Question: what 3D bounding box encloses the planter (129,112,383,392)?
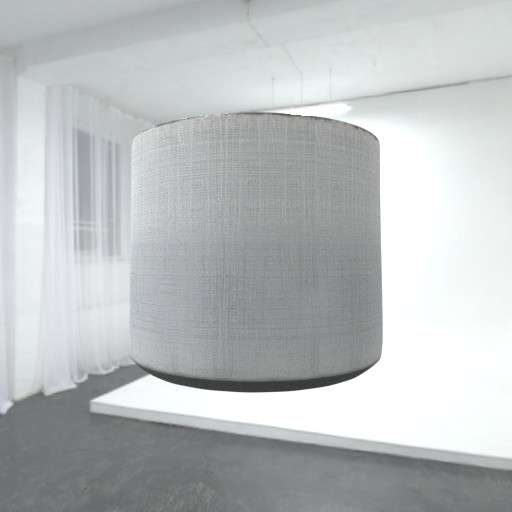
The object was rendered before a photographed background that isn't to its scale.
[{"bbox_3d":[0.000,0.000,0.461,0.254,0.221,0.254,0,0,0],"label":"planter"}]
